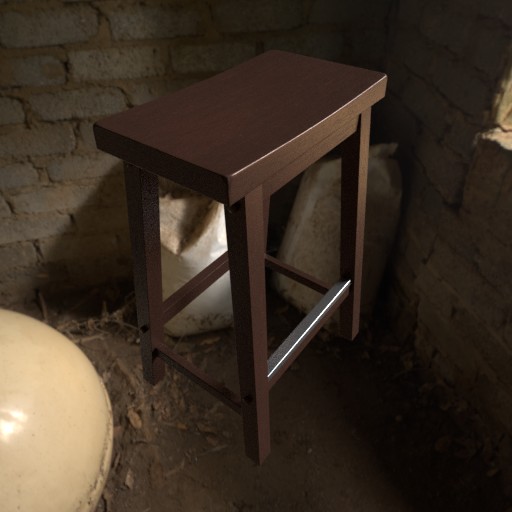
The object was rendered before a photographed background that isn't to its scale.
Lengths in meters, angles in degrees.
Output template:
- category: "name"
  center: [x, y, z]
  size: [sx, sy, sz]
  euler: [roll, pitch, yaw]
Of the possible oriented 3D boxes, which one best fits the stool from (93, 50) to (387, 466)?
- category: "stool"
  center: [0.000, 0.000, 0.838]
  size: [0.322, 0.610, 0.406]
  euler: [26, 47, 27]
